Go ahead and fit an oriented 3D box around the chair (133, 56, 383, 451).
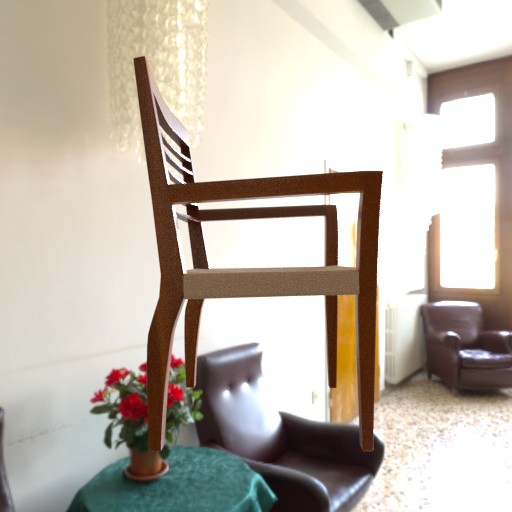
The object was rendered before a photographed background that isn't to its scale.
[{"bbox_3d":[0.000,0.000,1.221,0.540,0.855,0.587,0,0,1],"label":"chair"}]
